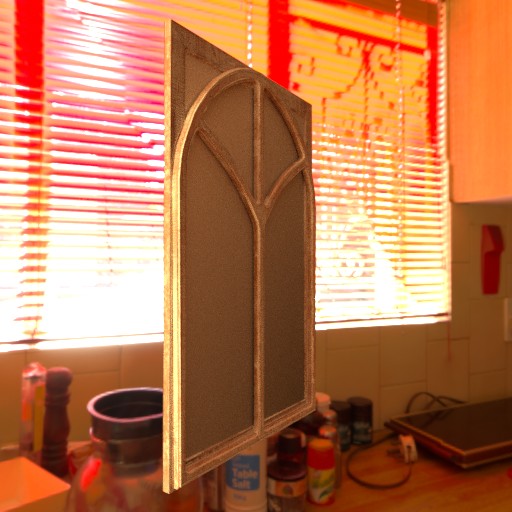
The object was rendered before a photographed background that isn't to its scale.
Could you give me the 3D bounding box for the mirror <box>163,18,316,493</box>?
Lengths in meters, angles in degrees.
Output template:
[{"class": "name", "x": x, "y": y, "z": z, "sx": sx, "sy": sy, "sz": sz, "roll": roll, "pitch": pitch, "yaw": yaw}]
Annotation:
[{"class": "mirror", "x": 0.000, "y": 0.000, "z": 0.934, "sx": 0.058, "sy": 0.787, "sz": 0.495, "roll": -1, "pitch": -1, "yaw": 35}]
